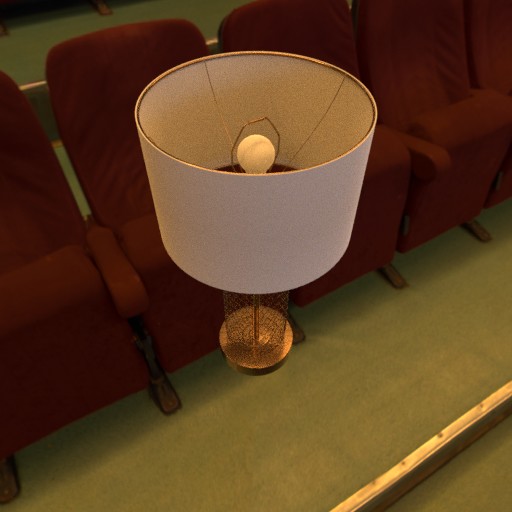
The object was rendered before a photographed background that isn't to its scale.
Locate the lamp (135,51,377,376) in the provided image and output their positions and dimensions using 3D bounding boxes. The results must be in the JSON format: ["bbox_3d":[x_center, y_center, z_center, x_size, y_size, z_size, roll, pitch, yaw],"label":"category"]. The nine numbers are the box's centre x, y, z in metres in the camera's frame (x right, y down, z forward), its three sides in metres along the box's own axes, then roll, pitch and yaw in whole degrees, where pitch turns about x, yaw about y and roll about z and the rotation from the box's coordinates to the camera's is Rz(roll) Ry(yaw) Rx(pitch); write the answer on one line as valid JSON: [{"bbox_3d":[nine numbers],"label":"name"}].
[{"bbox_3d":[0.000,0.000,0.647,0.252,0.483,0.252,-24,52,-20],"label":"lamp"}]
